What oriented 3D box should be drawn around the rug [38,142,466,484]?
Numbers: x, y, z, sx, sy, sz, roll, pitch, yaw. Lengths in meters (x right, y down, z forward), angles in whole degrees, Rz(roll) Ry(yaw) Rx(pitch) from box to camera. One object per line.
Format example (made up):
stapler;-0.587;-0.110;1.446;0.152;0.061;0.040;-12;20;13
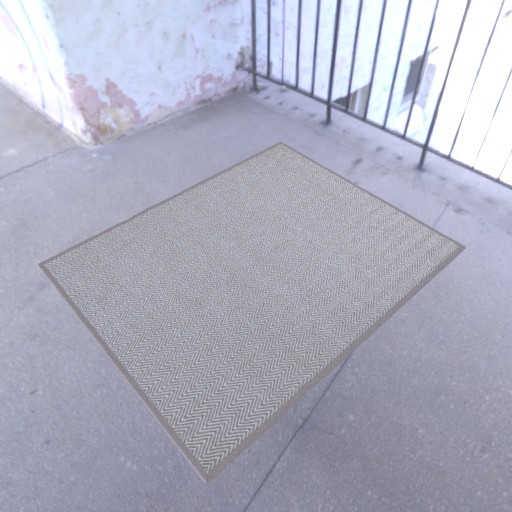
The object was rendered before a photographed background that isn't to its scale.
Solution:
rug;0.000;0.000;3.982;3.007;0.032;2.434;-33;54;-28
